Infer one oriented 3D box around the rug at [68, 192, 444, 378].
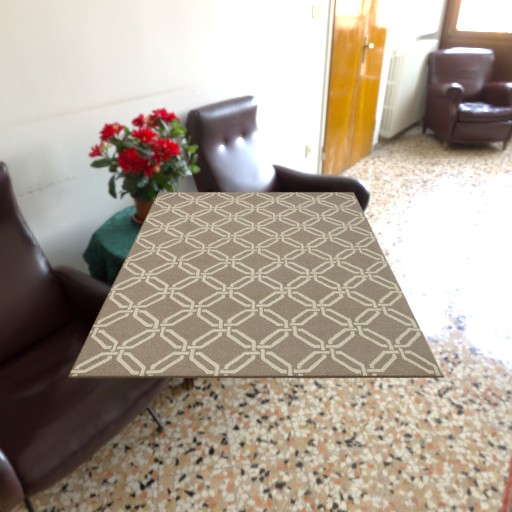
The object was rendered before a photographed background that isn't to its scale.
[{"bbox_3d":[0.000,0.000,3.936,2.288,0.018,2.895,0,31,0],"label":"rug"}]
